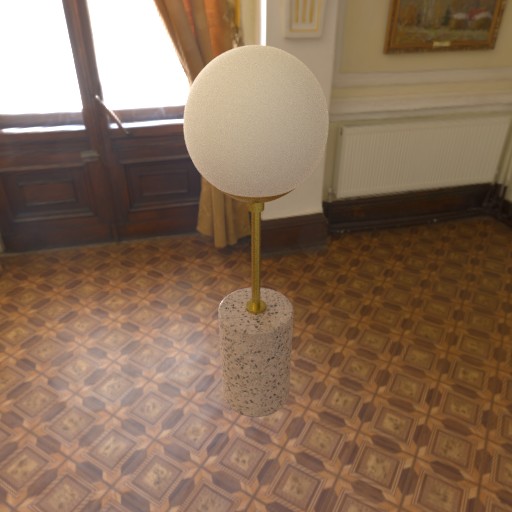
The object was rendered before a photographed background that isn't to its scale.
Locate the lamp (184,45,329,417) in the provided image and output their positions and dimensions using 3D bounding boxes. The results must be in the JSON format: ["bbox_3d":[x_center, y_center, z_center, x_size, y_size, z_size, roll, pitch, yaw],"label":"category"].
[{"bbox_3d":[0.000,0.000,0.557,0.153,0.480,0.153,0,31,0],"label":"lamp"}]
